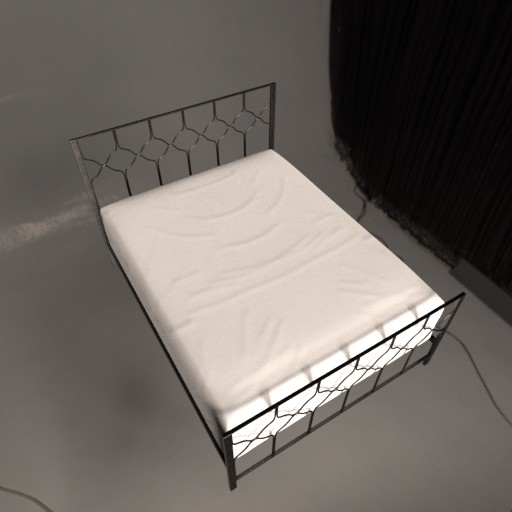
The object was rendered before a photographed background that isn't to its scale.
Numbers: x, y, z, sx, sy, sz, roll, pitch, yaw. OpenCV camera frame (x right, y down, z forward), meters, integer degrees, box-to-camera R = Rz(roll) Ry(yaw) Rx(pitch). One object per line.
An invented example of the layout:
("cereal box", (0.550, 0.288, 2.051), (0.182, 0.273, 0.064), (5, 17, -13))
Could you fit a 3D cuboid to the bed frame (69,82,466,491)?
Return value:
("bed frame", (0.000, 0.000, 3.011), (1.597, 1.222, 2.063), (-24, 51, -21))
